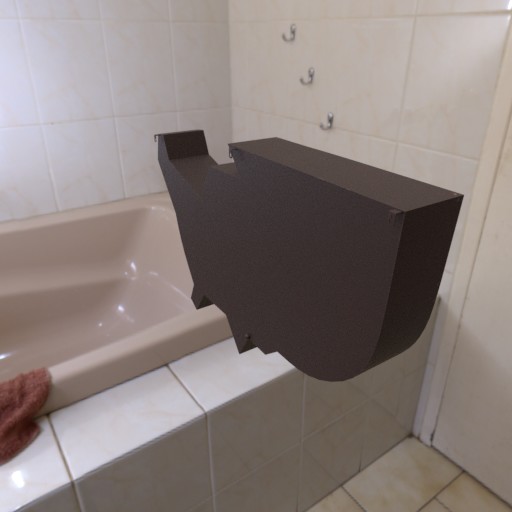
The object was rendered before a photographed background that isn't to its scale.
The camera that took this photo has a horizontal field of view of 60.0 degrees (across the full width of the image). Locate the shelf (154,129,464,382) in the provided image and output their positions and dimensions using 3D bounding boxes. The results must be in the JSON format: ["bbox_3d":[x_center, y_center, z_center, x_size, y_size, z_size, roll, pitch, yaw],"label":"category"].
[{"bbox_3d":[0.000,0.000,0.865,0.112,0.439,0.729,-16,31,-29],"label":"shelf"}]
